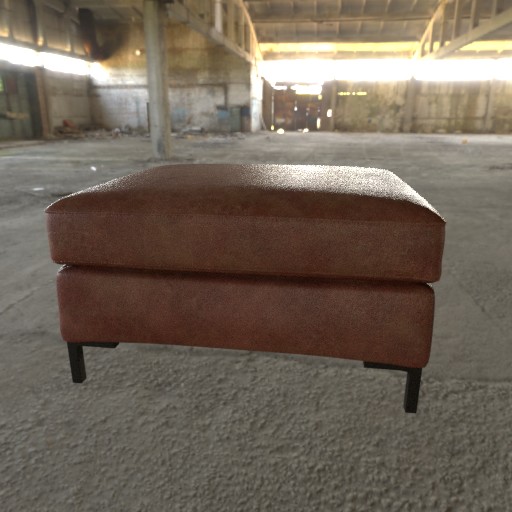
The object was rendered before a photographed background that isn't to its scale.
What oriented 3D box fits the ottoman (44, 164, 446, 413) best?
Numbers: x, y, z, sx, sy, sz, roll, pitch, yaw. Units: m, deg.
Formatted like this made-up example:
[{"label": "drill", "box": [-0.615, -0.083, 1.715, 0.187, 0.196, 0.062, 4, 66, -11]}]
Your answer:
[{"label": "ottoman", "box": [0.000, 0.000, 1.776, 1.186, 0.667, 0.965, 3, 18, 8]}]
